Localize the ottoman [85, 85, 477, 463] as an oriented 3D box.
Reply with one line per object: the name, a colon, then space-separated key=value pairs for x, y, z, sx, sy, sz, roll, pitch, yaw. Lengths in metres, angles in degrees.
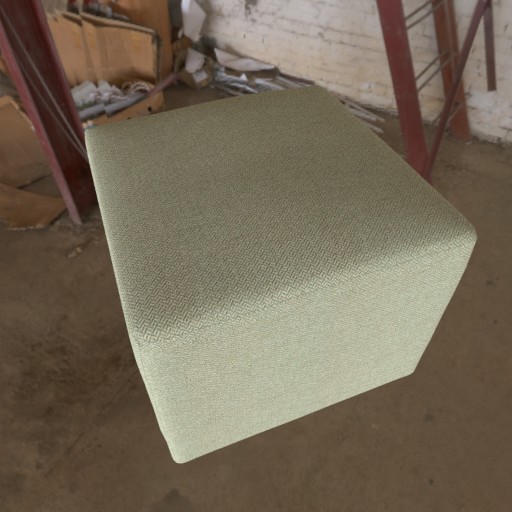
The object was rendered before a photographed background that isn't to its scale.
ottoman: x=0.000 y=0.000 z=0.870 sx=0.512 sy=0.453 sz=0.521 roll=-16 pitch=48 yaw=-15
